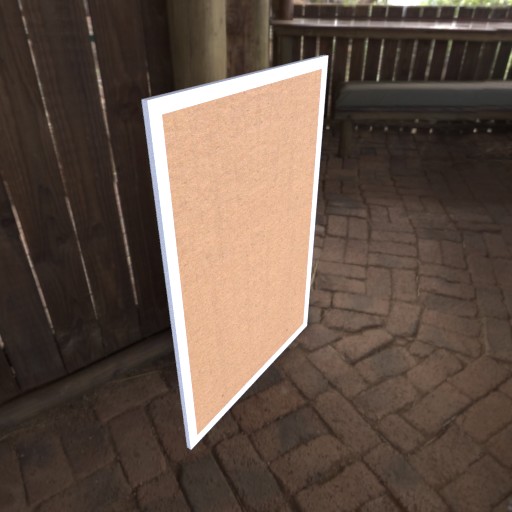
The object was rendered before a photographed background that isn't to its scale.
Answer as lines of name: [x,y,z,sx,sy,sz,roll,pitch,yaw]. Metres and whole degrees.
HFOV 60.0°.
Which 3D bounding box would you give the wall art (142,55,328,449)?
wall art: [0.000,0.000,1.245,0.015,0.965,0.660,21,37,30]
